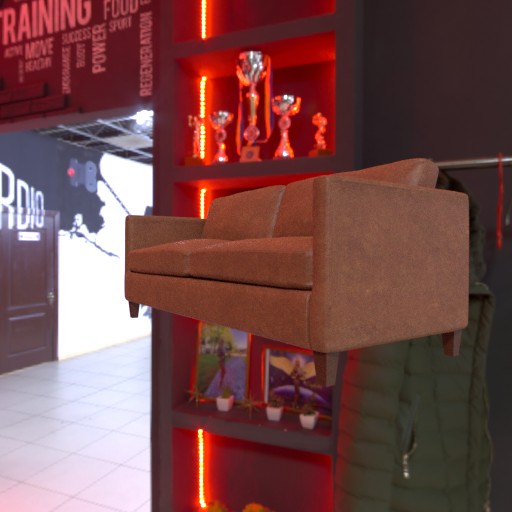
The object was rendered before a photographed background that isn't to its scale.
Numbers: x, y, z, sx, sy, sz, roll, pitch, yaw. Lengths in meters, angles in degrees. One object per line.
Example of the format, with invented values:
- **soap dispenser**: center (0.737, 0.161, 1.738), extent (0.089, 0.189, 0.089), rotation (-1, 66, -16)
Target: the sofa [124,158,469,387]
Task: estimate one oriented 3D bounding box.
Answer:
- **sofa**: center (0.000, 0.000, 2.709), extent (0.950, 0.932, 2.204), rotation (0, 1, -35)
